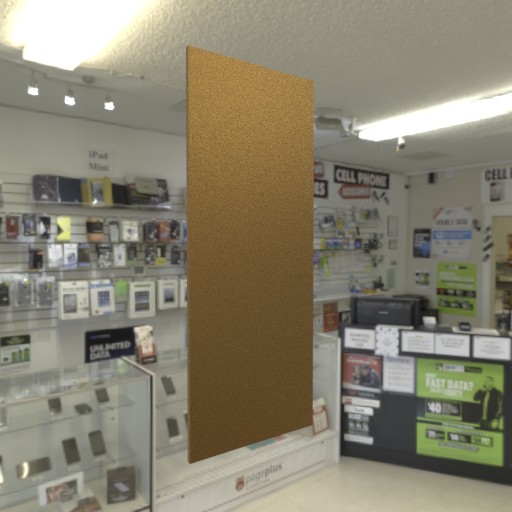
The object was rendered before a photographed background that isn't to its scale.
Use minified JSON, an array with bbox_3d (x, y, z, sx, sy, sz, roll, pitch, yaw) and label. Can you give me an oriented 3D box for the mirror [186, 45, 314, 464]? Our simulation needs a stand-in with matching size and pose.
[{"bbox_3d":[0.000,0.000,2.394,0.812,2.031,0.025,-1,2,-35],"label":"mirror"}]
